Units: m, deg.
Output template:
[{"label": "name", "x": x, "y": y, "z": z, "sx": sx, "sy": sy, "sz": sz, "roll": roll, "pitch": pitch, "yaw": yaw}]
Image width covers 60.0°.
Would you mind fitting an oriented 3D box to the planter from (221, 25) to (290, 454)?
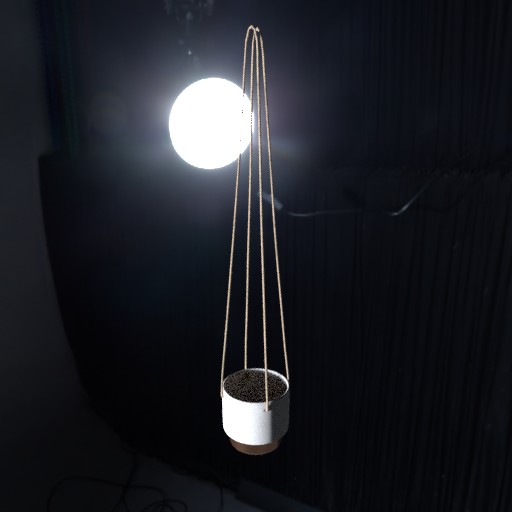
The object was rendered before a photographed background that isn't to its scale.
[{"label": "planter", "x": 0.000, "y": 0.000, "z": 0.891, "sx": 0.146, "sy": 0.841, "sz": 0.146, "roll": 7, "pitch": 16, "yaw": 27}]
